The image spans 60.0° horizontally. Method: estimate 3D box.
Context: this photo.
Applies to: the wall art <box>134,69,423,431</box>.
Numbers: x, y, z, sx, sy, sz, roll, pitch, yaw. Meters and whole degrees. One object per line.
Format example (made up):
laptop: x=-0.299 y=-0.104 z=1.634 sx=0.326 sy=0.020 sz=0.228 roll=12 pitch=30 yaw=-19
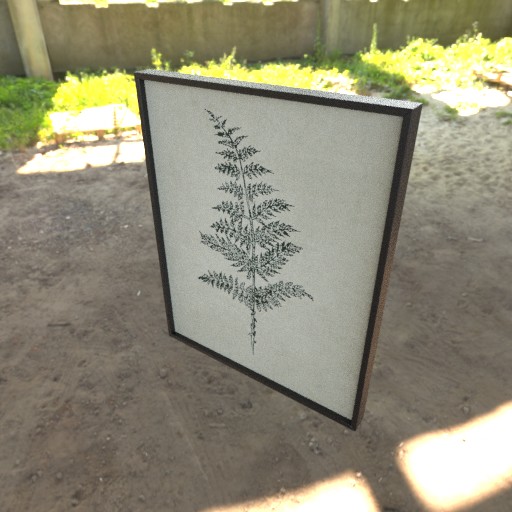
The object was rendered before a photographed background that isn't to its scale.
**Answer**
wall art: x=0.000 y=0.000 z=0.760 sx=0.449 sy=0.555 sz=0.039 roll=19 pitch=36 yaw=29
